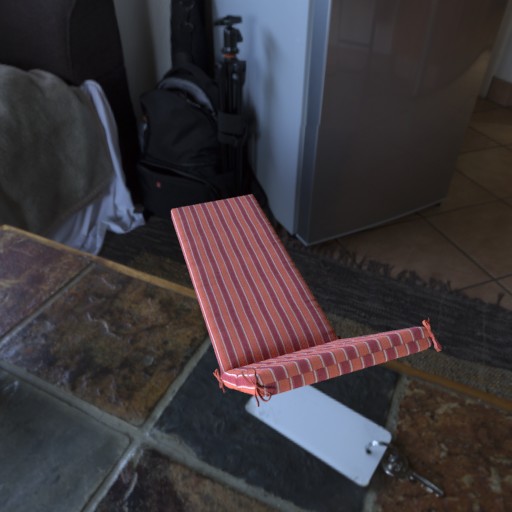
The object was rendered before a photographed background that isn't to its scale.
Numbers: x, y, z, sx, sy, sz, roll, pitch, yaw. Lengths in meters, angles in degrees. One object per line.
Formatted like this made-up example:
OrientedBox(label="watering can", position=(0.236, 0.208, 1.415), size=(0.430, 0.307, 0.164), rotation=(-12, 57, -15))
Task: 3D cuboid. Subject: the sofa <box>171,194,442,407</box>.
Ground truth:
OrientedBox(label="sofa", position=(0.000, 0.000, 1.927), size=(0.582, 0.622, 1.663), rotation=(-12, 42, -14))
